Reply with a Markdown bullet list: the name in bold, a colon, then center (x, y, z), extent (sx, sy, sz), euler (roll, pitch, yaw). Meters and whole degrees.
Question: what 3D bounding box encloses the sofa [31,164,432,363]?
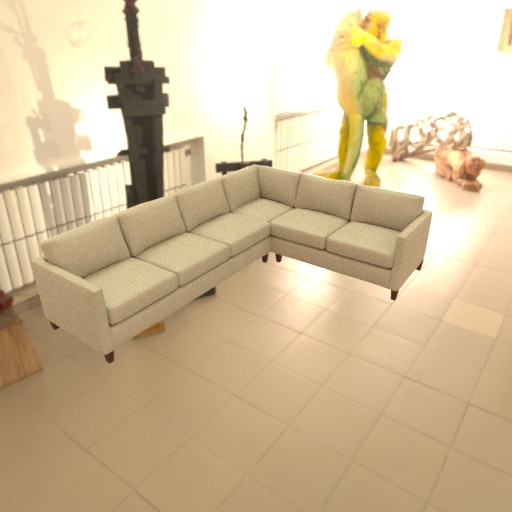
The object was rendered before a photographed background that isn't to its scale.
- **sofa**: center (0.000, 0.000, 4.483), extent (2.522, 0.934, 3.333), euler (18, 32, 32)
